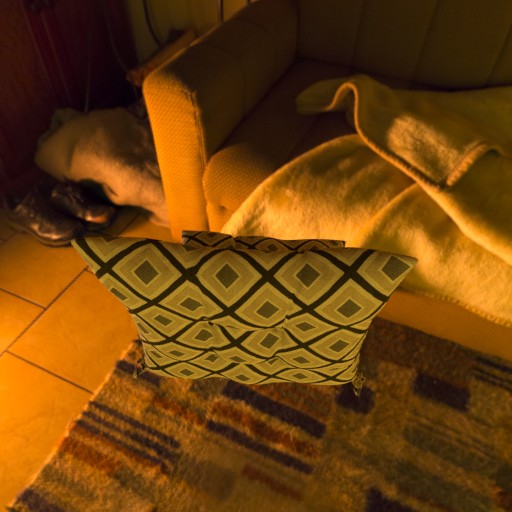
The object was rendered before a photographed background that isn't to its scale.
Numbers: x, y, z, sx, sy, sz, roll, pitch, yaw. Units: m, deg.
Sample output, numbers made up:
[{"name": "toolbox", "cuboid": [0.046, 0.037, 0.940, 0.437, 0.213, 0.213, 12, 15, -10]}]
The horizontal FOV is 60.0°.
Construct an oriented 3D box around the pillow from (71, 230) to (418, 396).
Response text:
[{"name": "pillow", "cuboid": [0.000, 0.000, 0.995, 0.541, 0.536, 0.585, 3, 46, 3]}]
